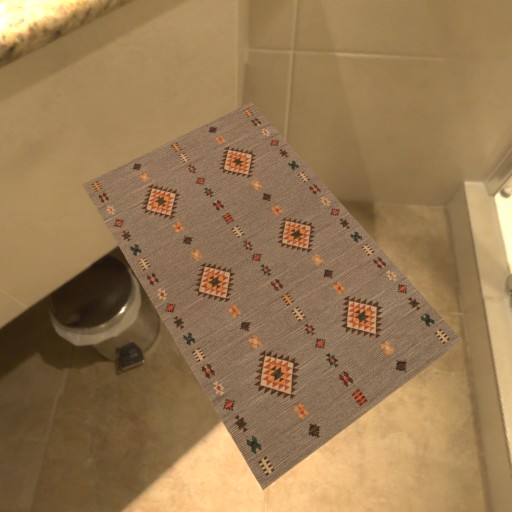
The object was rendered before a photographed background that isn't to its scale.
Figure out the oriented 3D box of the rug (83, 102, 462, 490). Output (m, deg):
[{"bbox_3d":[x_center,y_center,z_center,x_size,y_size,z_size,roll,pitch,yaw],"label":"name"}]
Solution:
[{"bbox_3d":[0.000,0.000,3.058,1.515,0.007,2.427,-31,68,-14],"label":"rug"}]
